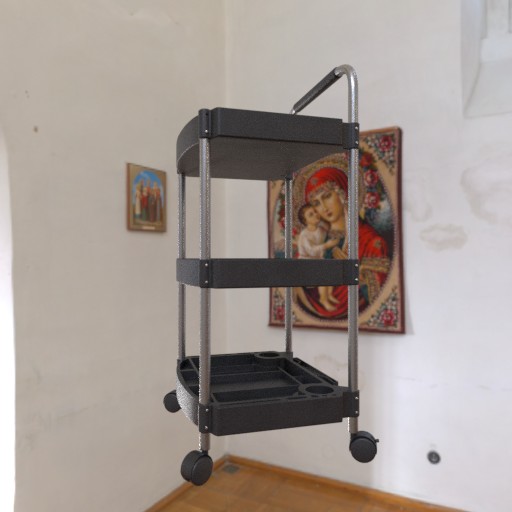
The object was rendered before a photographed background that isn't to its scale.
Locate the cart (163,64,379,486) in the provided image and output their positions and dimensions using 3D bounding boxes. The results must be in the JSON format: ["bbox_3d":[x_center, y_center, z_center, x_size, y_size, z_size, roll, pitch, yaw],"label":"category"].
[{"bbox_3d":[0.000,0.000,1.355,0.518,1.075,0.584,0,0,-16],"label":"cart"}]
